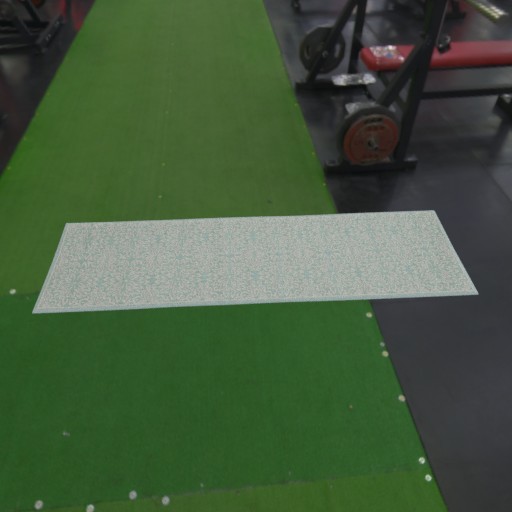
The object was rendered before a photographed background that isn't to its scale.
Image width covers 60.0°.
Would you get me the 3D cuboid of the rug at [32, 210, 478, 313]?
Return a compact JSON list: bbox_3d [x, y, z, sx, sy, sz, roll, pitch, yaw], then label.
[{"bbox_3d":[0.000,0.000,2.407,2.196,0.011,0.662,-2,45,-2],"label":"rug"}]
